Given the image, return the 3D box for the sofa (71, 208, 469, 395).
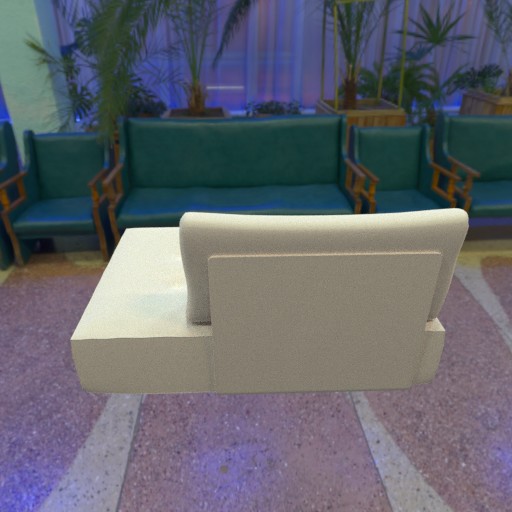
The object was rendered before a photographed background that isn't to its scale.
[{"bbox_3d":[0.000,0.000,2.070,1.450,0.820,1.000,-1,29,-2],"label":"sofa"}]
